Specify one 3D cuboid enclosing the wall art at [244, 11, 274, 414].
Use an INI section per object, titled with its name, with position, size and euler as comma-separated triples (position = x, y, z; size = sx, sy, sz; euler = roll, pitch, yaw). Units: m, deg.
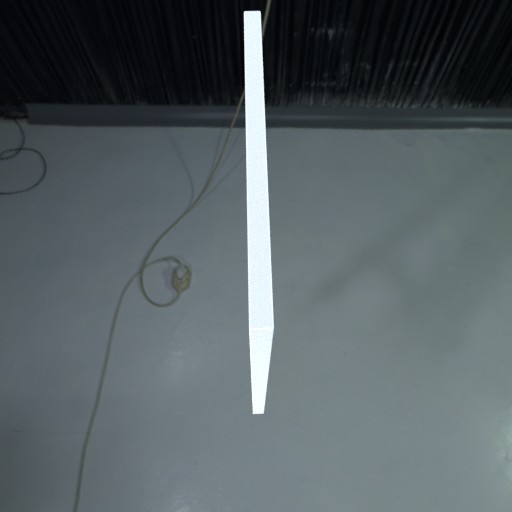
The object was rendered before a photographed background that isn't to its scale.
[wall art]
position = 0.000, 0.000, 1.573
size = 0.046, 1.221, 0.914
euler = -1, 63, -1
